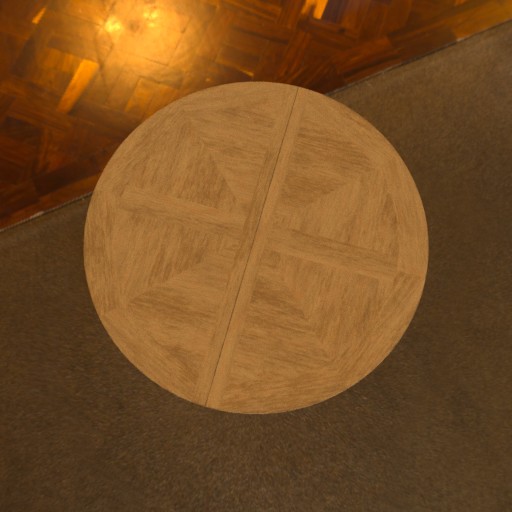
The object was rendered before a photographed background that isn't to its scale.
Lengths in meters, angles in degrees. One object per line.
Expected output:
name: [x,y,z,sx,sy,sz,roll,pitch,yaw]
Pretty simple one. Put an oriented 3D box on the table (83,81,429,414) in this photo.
table: [0.000,0.000,2.071,1.319,0.762,1.319,0,76,0]
